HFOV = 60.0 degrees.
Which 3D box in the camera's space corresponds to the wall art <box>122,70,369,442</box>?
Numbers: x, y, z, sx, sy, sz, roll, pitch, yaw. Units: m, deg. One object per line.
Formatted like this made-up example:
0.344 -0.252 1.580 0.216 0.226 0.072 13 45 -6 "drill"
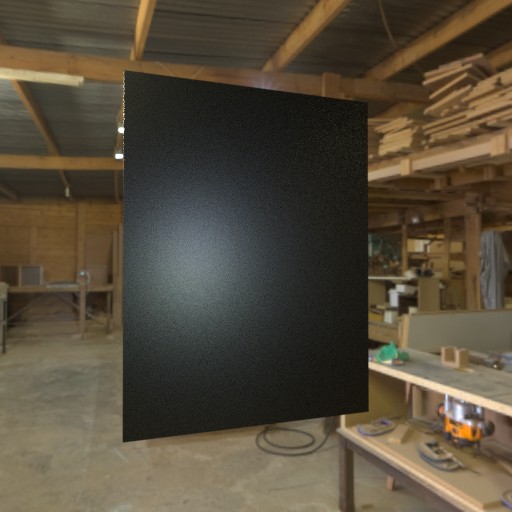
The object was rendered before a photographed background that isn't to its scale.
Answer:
0.000 0.000 0.770 0.442 0.582 0.013 0 -1 -19 "wall art"
